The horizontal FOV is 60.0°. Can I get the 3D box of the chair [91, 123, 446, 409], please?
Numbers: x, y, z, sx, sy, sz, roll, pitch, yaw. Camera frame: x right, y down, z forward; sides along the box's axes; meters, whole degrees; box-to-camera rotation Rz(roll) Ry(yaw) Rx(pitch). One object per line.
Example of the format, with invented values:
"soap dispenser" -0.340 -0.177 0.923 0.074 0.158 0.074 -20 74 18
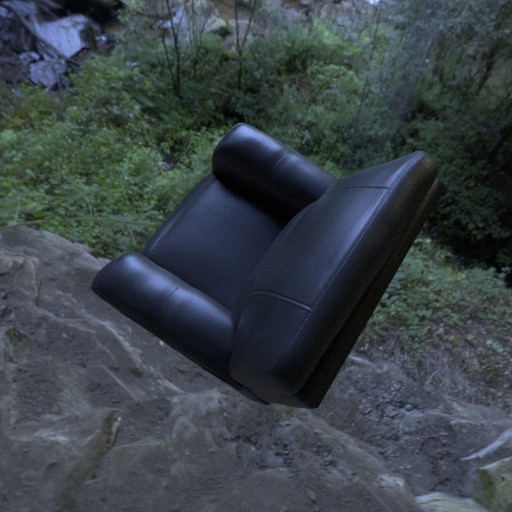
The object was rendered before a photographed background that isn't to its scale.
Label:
"chair" 0.000 0.000 1.985 1.087 1.109 1.096 31 68 14
